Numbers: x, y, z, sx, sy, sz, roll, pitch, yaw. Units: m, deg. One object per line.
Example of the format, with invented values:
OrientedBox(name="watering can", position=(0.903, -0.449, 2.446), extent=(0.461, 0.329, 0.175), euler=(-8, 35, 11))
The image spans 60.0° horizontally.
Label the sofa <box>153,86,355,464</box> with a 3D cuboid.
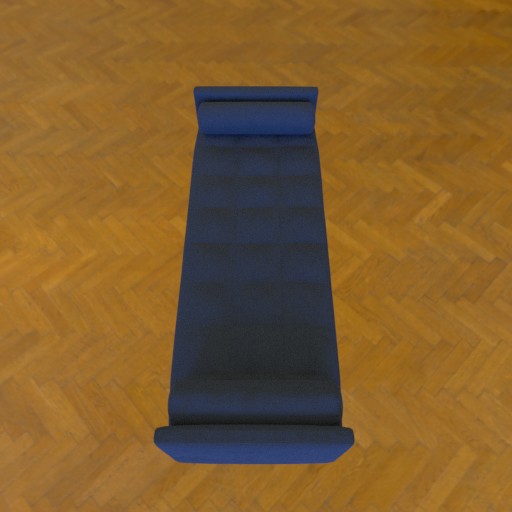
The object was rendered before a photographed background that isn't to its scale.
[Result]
OrientedBox(name="sofa", position=(0.000, 0.000, 2.493), extent=(0.797, 0.657, 2.102), euler=(0, 59, 0))
